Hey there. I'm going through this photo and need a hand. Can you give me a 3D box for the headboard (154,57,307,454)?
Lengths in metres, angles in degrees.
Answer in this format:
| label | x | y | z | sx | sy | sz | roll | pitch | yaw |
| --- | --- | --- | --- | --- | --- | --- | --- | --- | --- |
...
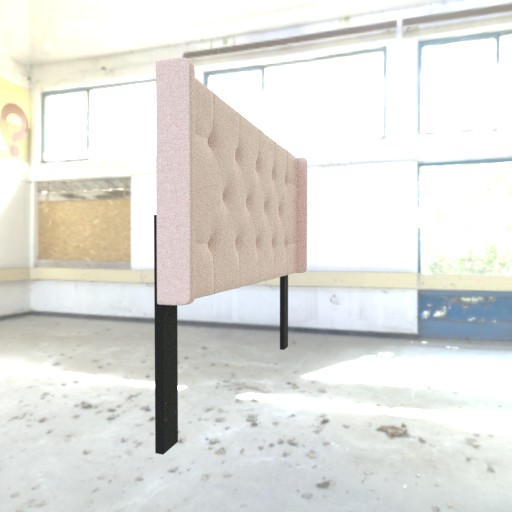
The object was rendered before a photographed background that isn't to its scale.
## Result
| label | x | y | z | sx | sy | sz | roll | pitch | yaw |
| --- | --- | --- | --- | --- | --- | --- | --- | --- | --- |
| headboard | 0.000 | 0.000 | 2.642 | 0.184 | 1.524 | 2.051 | 1 | 2 | 19 |
